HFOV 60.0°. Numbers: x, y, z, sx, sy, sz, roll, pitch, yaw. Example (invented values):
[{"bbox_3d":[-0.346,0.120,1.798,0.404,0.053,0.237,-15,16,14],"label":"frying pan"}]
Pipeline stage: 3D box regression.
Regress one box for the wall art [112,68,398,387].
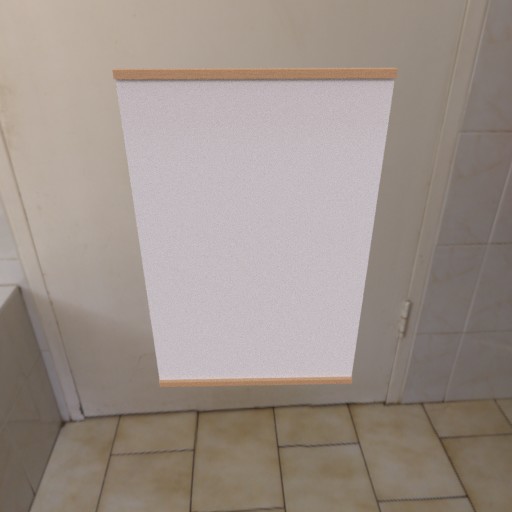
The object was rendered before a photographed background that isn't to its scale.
[{"bbox_3d":[0.000,0.000,0.652,0.335,0.510,0.013,-1,30,-1],"label":"wall art"}]
